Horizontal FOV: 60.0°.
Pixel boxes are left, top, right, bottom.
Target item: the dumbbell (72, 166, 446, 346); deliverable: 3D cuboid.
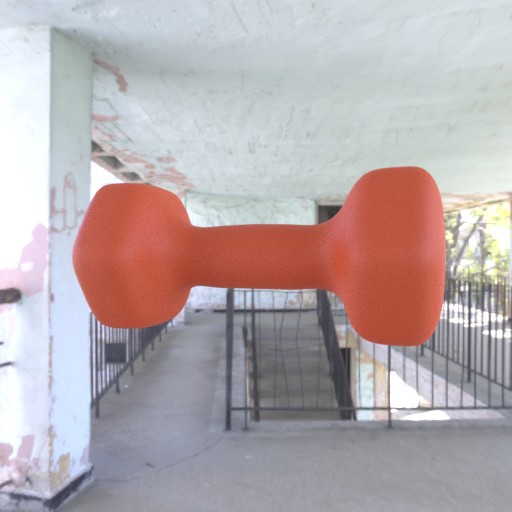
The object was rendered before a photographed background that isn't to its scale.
[{"bbox_3d":[0.000,0.000,0.207,0.162,0.071,0.079,0,0,19],"label":"dumbbell"}]
